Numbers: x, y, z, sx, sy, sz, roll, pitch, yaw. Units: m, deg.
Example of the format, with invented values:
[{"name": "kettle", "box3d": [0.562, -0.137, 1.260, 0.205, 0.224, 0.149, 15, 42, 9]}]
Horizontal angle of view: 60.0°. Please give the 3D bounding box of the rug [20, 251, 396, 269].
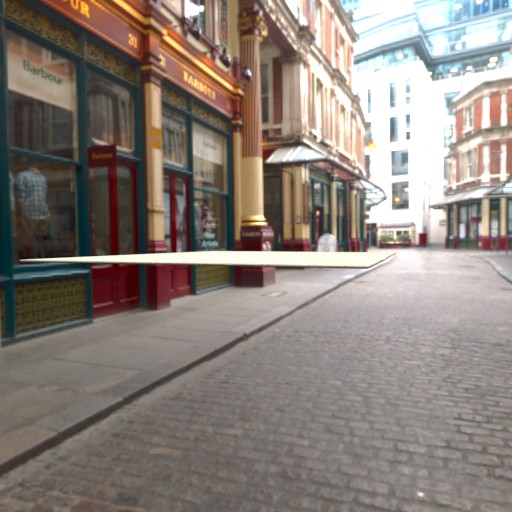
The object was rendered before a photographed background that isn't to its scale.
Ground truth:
[{"name": "rug", "box3d": [0.000, 0.000, 4.265, 2.452, 0.016, 3.204, 1, 2, 20]}]
